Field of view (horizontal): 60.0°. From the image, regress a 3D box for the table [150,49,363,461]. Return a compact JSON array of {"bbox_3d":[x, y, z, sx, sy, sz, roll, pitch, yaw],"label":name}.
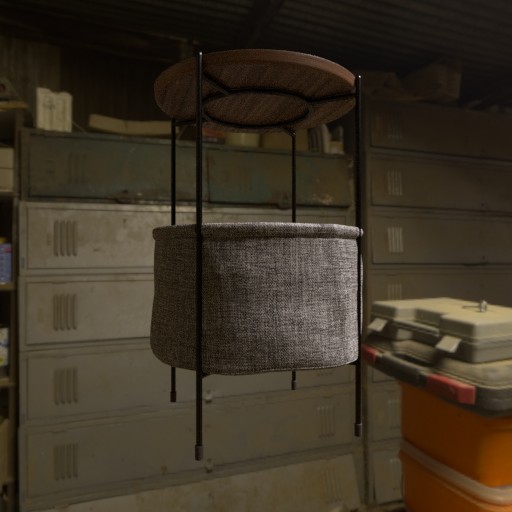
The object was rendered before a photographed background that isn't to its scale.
[{"bbox_3d":[0.000,0.000,0.857,0.400,0.623,0.400,0,0,-19],"label":"table"}]
